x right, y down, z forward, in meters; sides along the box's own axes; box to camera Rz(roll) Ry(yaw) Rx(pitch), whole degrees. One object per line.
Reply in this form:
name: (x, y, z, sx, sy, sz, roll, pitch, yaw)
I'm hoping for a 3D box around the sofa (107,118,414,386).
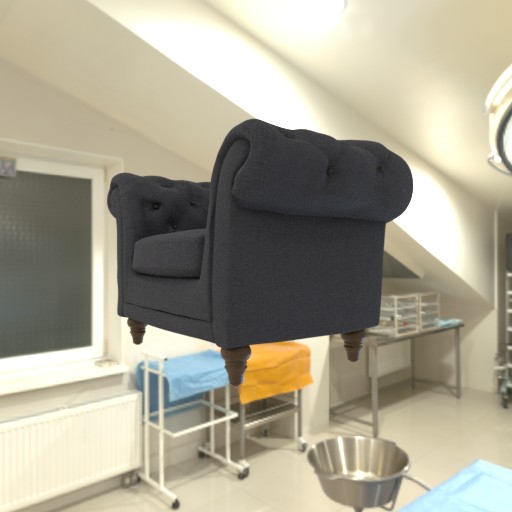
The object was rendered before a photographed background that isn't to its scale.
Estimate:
sofa: (0.000, 0.000, 2.098, 1.032, 0.878, 1.405, 0, 0, -36)
